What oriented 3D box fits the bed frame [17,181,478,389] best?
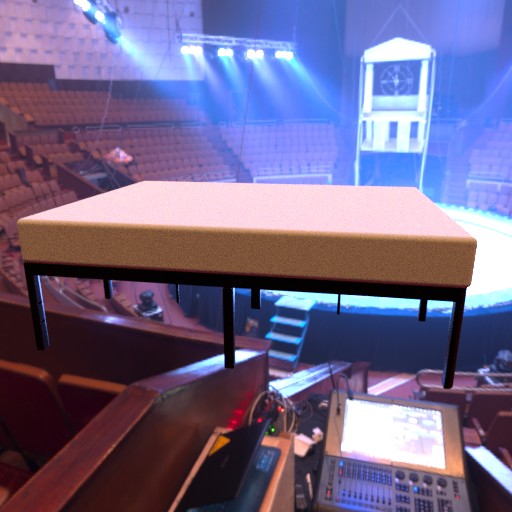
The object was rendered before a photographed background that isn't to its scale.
[{"bbox_3d":[0.000,0.000,2.579,1.956,0.659,1.408,3,17,10],"label":"bed frame"}]
